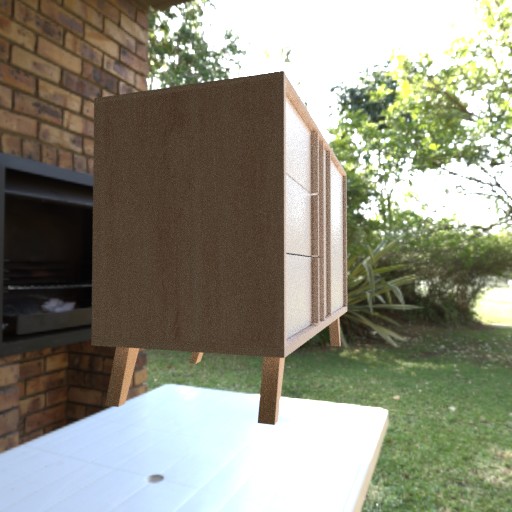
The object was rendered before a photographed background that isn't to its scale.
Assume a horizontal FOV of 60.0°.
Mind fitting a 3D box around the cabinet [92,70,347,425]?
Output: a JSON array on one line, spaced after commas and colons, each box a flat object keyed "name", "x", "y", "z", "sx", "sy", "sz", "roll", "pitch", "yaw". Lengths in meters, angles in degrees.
[{"name": "cabinet", "x": 0.000, "y": 0.000, "z": 1.567, "sx": 0.500, "sy": 0.780, "sz": 1.110, "roll": -1, "pitch": -2, "yaw": 18}]
